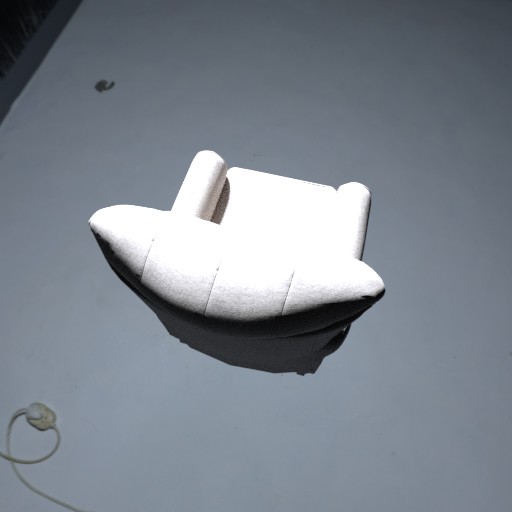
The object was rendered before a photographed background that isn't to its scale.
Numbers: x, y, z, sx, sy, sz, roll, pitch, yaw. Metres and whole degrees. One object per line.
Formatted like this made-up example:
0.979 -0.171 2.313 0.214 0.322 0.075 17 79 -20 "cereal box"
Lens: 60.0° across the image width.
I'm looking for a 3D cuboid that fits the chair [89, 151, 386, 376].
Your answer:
0.000 0.000 1.946 0.942 1.209 1.025 14 64 7 "chair"
